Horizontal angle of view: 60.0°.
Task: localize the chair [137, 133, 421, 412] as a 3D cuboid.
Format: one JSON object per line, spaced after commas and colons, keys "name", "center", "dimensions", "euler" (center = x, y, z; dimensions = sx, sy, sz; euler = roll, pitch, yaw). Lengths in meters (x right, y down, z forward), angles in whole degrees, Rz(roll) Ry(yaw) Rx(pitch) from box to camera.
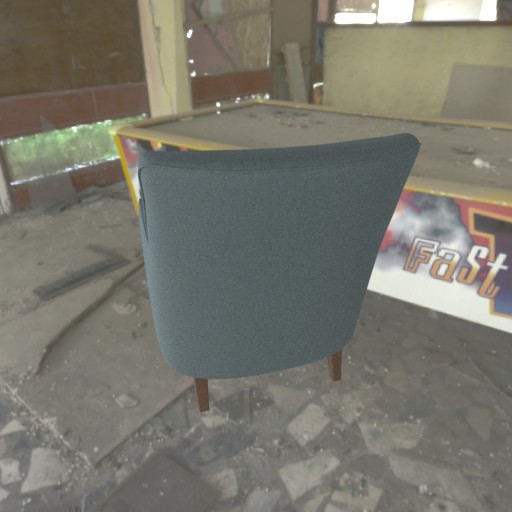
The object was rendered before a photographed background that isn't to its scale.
{"name": "chair", "center": [0.000, 0.000, 1.562], "dimensions": [0.756, 0.916, 0.879], "euler": [-8, 28, -15]}
